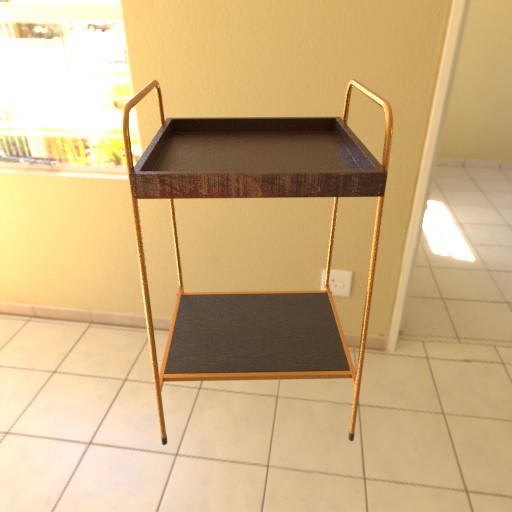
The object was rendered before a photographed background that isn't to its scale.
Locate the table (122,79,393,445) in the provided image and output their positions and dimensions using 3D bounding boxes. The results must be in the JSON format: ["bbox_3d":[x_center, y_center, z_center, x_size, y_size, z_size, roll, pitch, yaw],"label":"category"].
[{"bbox_3d":[0.000,0.000,0.994,0.430,0.710,0.430,-1,30,-1],"label":"table"}]
